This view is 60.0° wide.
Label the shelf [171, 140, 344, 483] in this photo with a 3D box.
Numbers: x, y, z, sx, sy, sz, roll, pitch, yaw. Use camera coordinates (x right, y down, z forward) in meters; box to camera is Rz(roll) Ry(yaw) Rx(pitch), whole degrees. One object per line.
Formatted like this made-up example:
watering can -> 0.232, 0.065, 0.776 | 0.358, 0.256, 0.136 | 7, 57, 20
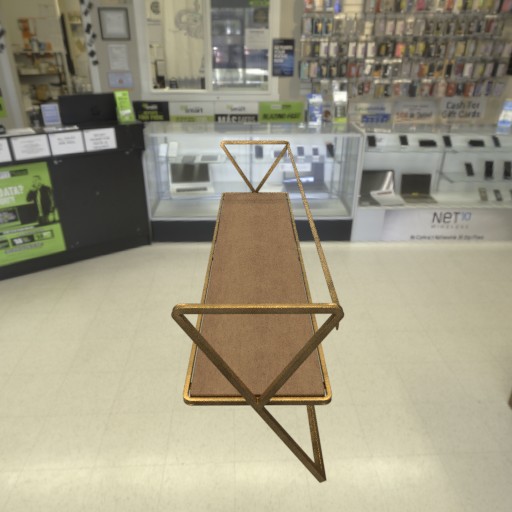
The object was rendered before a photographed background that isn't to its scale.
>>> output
shelf -> 0.000, 0.000, 0.717 | 0.150, 0.229, 0.645 | 0, 27, 0
